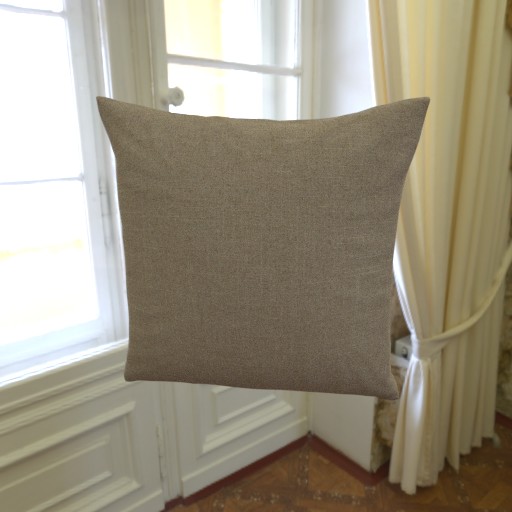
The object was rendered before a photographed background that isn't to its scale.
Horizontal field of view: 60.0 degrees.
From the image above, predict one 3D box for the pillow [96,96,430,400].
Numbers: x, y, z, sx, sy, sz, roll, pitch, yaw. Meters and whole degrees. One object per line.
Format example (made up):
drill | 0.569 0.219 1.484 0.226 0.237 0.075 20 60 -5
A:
pillow | 0.000 0.000 0.746 0.513 0.511 0.158 2 16 6
